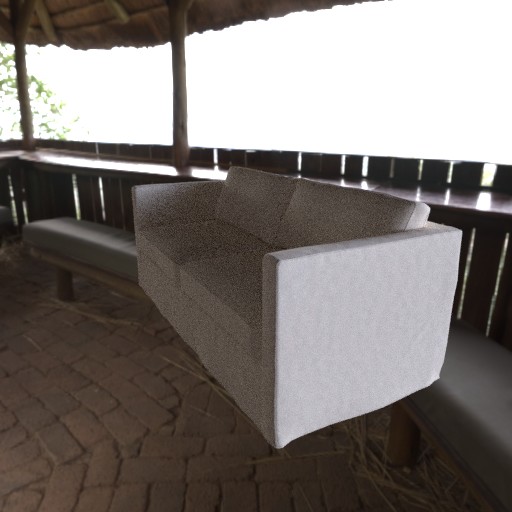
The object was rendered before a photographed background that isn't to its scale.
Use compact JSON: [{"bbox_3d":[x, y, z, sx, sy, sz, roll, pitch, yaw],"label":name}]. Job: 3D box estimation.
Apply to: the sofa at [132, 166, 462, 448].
[{"bbox_3d":[0.000,0.000,2.545,0.940,0.870,1.987,-9,19,-27],"label":"sofa"}]
